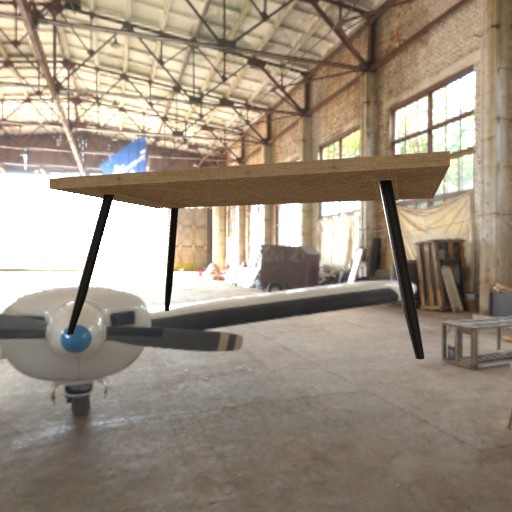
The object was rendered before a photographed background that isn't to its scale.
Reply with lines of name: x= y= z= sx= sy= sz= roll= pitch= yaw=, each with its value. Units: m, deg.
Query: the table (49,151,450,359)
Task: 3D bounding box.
table: x=0.000 y=0.000 z=2.351 sx=1.803 sy=0.762 sz=0.991 roll=0 pitch=0 yaw=19
